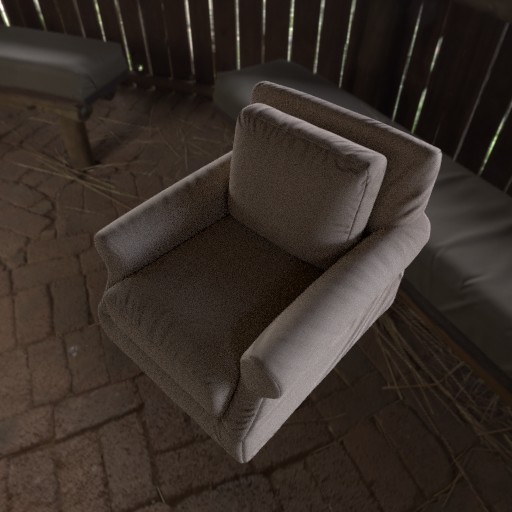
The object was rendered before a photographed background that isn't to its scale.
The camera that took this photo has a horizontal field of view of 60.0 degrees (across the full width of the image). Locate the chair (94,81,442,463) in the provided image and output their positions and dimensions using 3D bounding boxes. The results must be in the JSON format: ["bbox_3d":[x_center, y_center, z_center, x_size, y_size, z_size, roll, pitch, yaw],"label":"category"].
[{"bbox_3d":[0.000,0.000,1.712,0.940,0.866,1.066,33,54,28],"label":"chair"}]
